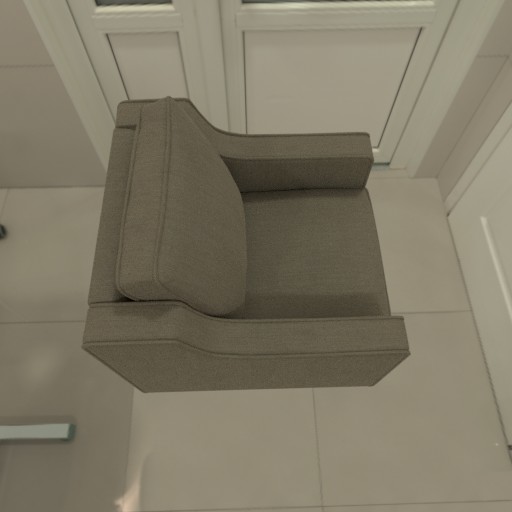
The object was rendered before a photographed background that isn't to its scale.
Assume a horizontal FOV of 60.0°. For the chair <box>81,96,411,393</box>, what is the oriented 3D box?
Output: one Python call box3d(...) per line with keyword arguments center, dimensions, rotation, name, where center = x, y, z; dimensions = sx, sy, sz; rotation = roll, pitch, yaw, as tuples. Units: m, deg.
box3d(center=(0.000, 0.000, 1.596), dimensions=(0.909, 0.960, 0.831), rotation=(-1, 63, -1), name="chair")
